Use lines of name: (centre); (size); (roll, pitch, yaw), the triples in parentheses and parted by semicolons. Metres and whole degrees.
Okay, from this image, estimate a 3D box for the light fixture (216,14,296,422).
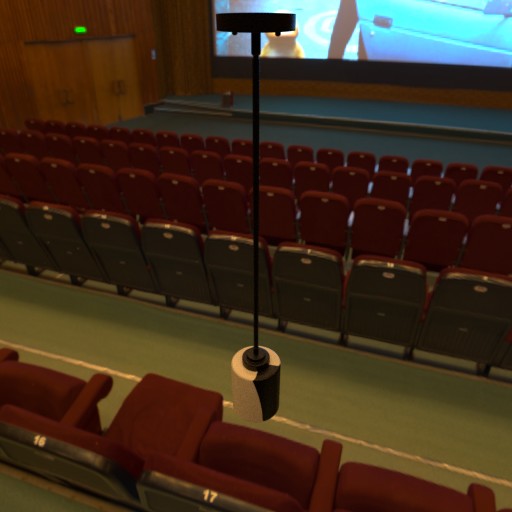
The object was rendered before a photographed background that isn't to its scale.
light fixture: (0.000, 0.000, 0.900); (0.123, 0.863, 0.123); (9, 32, 16)
